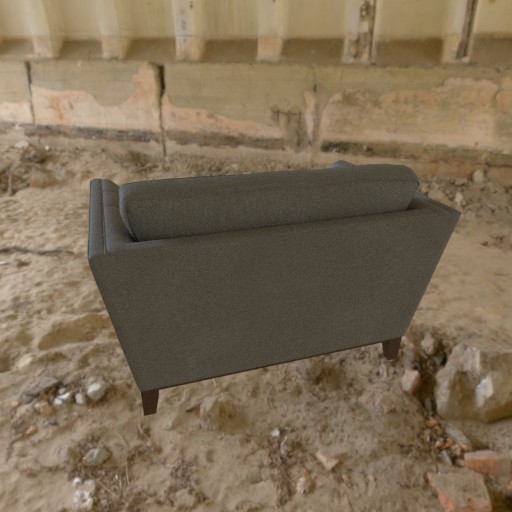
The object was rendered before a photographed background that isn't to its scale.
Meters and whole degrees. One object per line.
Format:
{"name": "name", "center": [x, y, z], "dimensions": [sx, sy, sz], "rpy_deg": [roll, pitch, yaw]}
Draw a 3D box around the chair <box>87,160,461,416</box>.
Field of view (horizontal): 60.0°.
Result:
{"name": "chair", "center": [0.000, 0.000, 2.079], "dimensions": [1.396, 0.942, 0.965], "rpy_deg": [-8, 26, -17]}
